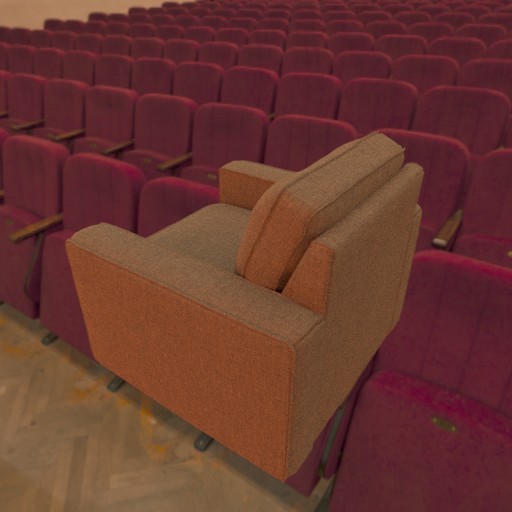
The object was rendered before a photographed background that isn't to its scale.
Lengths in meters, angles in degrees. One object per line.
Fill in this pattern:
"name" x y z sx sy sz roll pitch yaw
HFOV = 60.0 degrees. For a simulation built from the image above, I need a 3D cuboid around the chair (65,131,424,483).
"chair" 0.000 0.000 1.690 0.940 0.914 1.016 20 37 30
